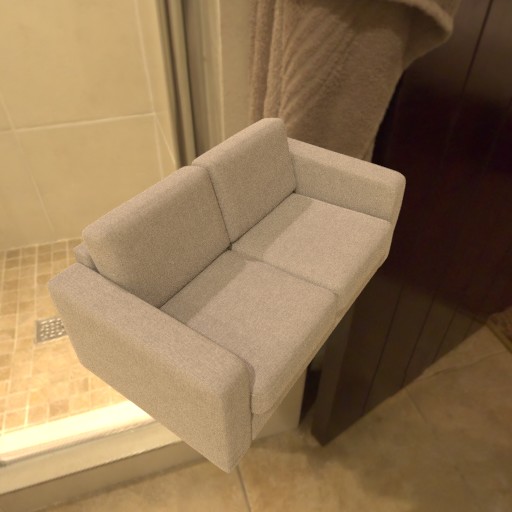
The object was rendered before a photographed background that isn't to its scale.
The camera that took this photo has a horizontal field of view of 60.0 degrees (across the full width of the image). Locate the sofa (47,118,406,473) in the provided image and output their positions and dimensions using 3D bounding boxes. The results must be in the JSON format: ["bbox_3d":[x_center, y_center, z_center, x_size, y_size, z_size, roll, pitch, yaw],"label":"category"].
[{"bbox_3d":[0.000,0.000,2.059,0.900,0.800,1.540,25,47,26],"label":"sofa"}]
